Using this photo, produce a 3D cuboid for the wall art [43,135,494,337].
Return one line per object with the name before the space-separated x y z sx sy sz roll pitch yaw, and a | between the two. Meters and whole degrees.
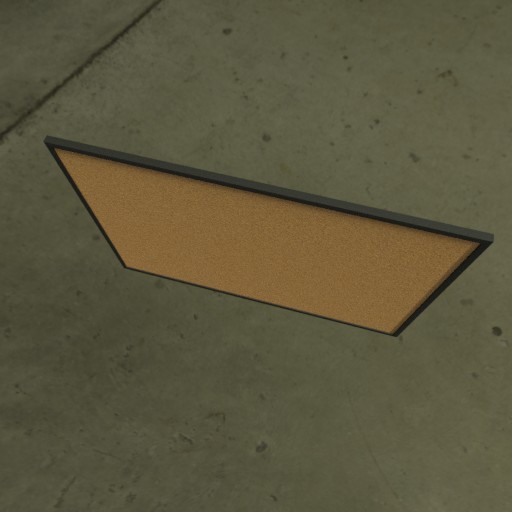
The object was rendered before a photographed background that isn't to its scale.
wall art | 0.000 0.000 0.841 0.664 0.458 0.013 14 64 7
